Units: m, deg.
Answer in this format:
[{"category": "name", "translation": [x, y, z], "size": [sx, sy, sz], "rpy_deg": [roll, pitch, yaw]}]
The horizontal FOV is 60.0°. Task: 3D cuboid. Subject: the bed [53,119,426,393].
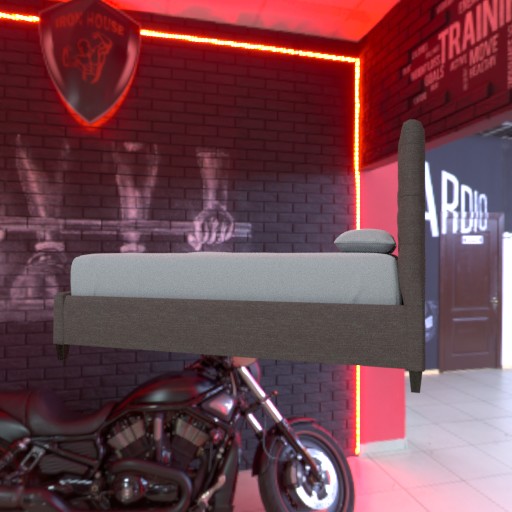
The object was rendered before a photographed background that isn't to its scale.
[{"category": "bed", "translation": [0.000, 0.000, 3.445], "size": [2.387, 1.427, 1.698], "rpy_deg": [0, 0, 18]}]
